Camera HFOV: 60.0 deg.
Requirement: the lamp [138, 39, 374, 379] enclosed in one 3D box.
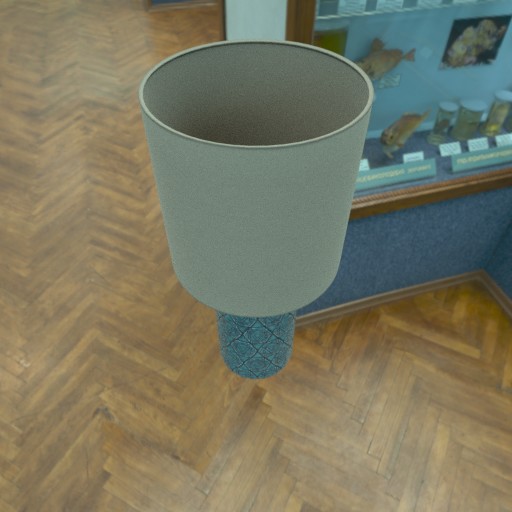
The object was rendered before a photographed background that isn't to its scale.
[{"bbox_3d":[0.000,0.000,0.746,0.278,0.597,0.278,-11,47,-10],"label":"lamp"}]
